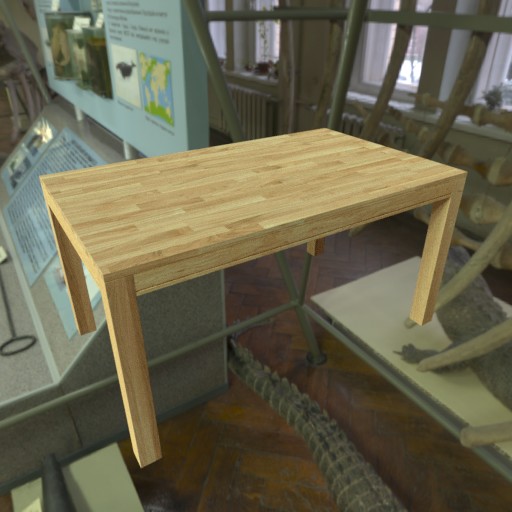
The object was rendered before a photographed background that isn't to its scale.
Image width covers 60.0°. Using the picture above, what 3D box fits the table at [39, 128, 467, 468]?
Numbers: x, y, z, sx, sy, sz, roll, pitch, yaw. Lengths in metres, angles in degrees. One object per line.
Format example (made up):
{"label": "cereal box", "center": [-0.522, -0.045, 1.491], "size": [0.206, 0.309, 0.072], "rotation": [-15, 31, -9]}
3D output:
{"label": "table", "center": [0.000, 0.000, 1.996], "size": [1.500, 0.770, 0.900], "rotation": [-17, 34, -28]}
